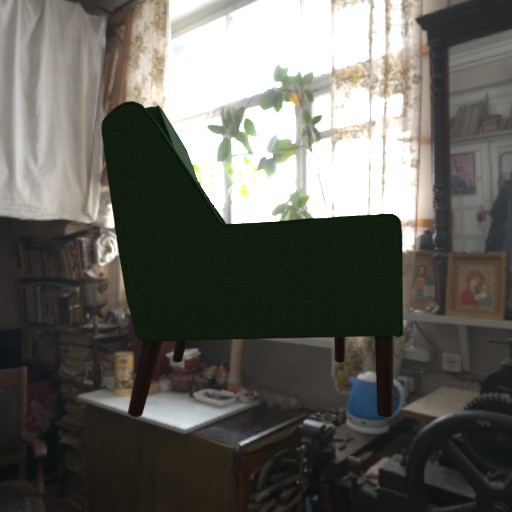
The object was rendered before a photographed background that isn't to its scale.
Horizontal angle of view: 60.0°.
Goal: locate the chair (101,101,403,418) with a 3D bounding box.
[{"bbox_3d":[0.000,0.000,1.371,0.743,0.792,0.663,0,-1,0],"label":"chair"}]
